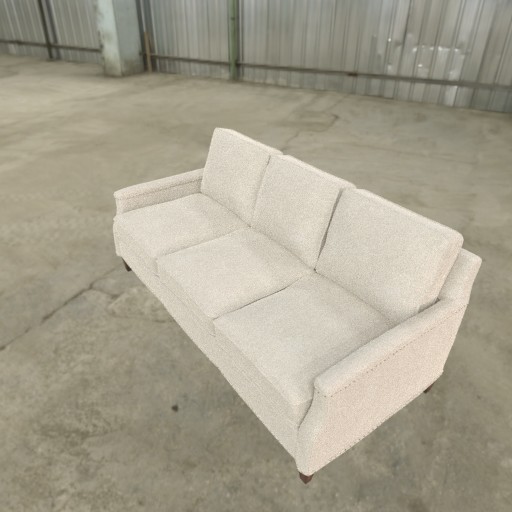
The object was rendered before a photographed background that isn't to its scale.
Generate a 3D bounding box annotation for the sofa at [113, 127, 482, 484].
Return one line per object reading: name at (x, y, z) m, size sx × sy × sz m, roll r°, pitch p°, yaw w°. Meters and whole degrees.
sofa at (0.000, 0.000, 2.735) m, size 1.084 × 1.003 × 2.246 m, roll -21°, pitch 39°, yaw -29°
